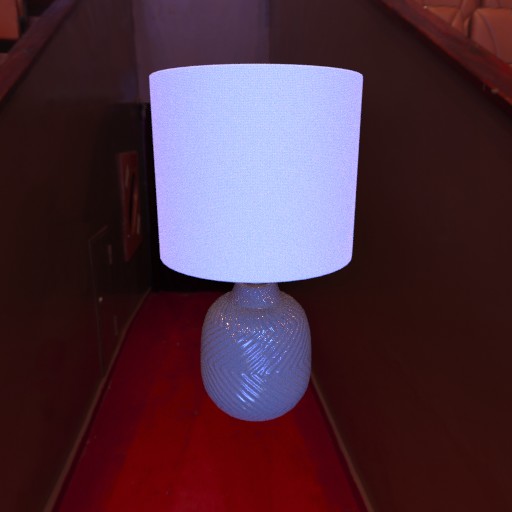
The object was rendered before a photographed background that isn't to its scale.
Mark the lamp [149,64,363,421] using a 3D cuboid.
[{"bbox_3d":[0.000,0.000,0.490,0.207,0.366,0.207,-2,16,-7],"label":"lamp"}]
